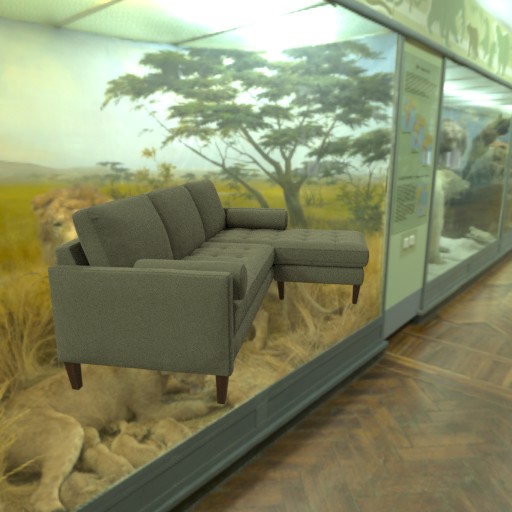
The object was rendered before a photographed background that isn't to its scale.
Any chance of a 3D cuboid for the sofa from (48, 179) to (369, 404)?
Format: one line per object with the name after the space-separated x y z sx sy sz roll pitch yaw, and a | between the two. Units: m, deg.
0.000 0.000 2.898 1.506 0.875 2.178 2 14 10 | sofa
